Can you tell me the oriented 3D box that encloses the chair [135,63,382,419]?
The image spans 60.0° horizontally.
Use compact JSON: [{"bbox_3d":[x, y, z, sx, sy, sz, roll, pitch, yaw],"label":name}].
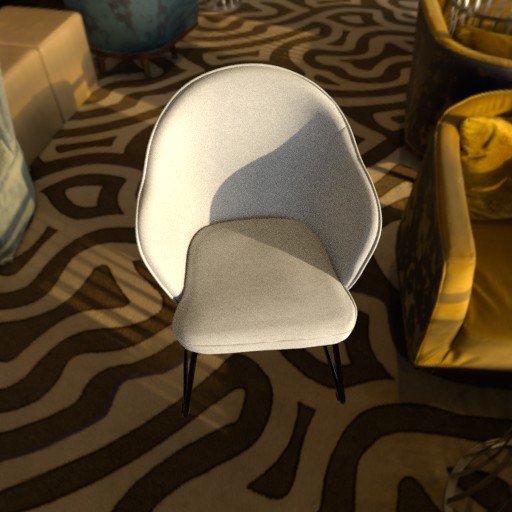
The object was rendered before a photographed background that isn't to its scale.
[{"bbox_3d":[0.000,0.000,1.233,0.570,0.817,0.592,-5,48,-4],"label":"chair"}]
